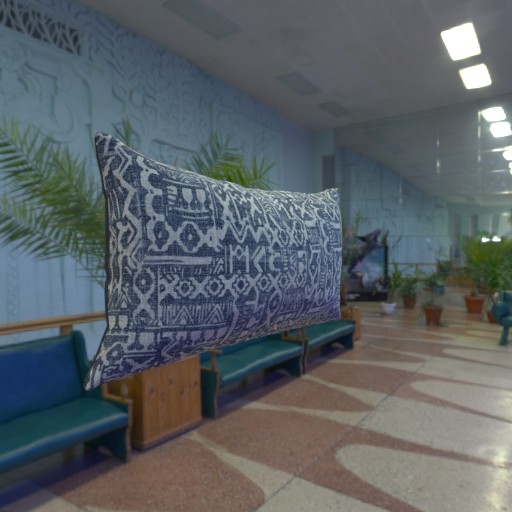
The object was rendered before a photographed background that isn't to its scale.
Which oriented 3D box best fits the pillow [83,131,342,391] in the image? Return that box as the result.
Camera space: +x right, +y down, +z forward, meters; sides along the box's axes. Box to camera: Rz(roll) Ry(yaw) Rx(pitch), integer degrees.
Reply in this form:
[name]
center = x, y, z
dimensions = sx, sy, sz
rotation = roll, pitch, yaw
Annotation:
[pillow]
center = 0.000, 0.000, 0.738
dimensions = 0.148, 0.292, 0.631
rotation = 1, 1, 37
